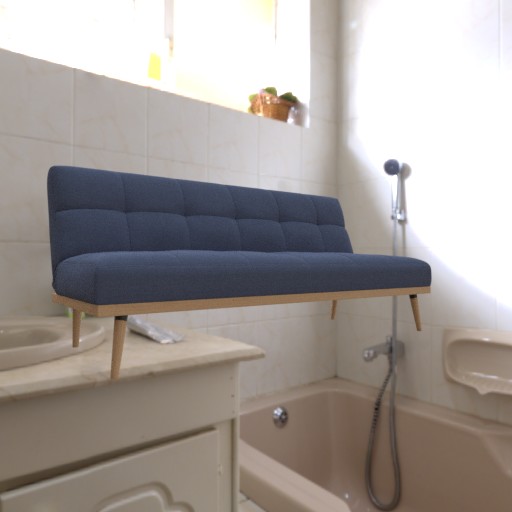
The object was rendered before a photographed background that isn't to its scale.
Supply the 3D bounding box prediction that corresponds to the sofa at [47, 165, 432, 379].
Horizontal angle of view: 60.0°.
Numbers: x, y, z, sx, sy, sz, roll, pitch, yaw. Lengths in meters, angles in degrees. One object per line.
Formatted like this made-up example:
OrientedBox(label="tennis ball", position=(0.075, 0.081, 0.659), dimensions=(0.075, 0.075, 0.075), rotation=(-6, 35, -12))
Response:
OrientedBox(label="sofa", position=(0.000, 0.000, 2.195), dimensions=(1.800, 0.800, 0.796), rotation=(0, -1, -36))
